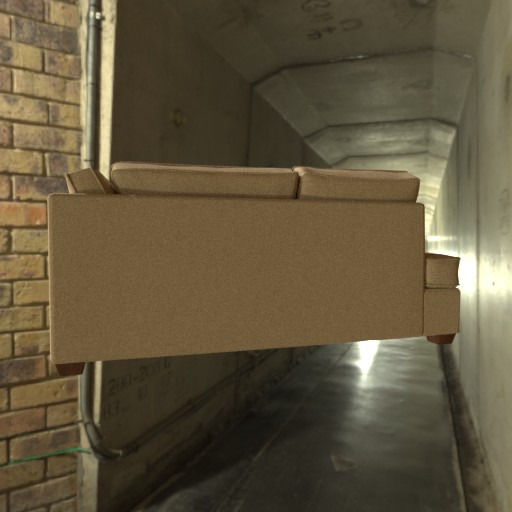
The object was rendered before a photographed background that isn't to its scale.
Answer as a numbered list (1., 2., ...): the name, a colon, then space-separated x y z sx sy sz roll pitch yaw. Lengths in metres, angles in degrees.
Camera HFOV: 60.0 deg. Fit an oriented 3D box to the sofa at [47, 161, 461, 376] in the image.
1. sofa: 0.000 0.000 2.788 2.237 1.033 1.110 -1 2 -17
